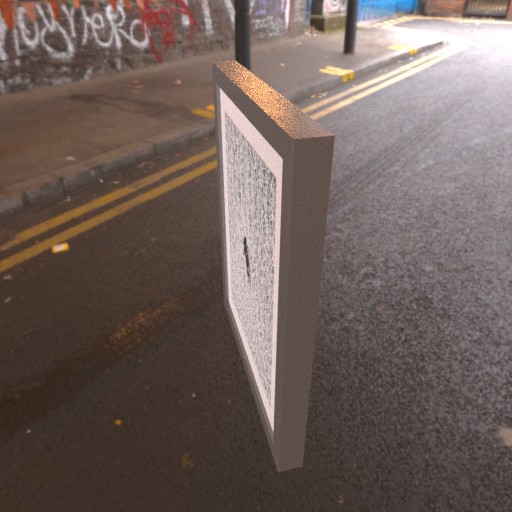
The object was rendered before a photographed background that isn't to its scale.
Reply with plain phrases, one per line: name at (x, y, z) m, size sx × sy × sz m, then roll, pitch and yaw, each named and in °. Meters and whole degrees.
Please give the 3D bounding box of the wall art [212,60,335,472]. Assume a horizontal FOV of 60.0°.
wall art at (0.000, 0.000, 0.521) m, size 0.030 × 0.379 × 0.308 m, roll -8°, pitch 34°, yaw -12°
